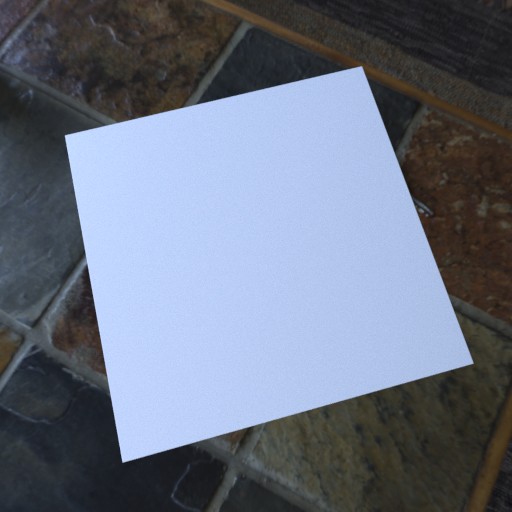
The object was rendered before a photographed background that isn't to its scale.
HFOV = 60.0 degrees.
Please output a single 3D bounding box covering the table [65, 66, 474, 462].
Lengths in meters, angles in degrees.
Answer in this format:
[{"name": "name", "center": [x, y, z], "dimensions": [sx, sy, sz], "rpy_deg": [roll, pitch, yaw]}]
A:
[{"name": "table", "center": [0.000, 0.000, 1.332], "dimensions": [0.890, 0.305, 0.890], "rpy_deg": [-14, 76, -4]}]
